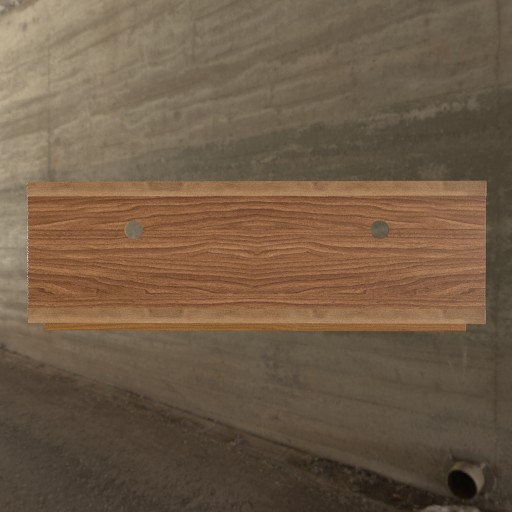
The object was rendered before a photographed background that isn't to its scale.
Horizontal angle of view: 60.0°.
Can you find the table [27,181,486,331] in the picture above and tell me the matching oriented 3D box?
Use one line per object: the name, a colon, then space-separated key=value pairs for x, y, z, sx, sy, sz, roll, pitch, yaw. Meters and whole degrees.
table: x=0.000 y=0.000 z=1.694 sx=1.499 sy=0.491 sz=0.499 roll=0 pitch=0 yaw=1
